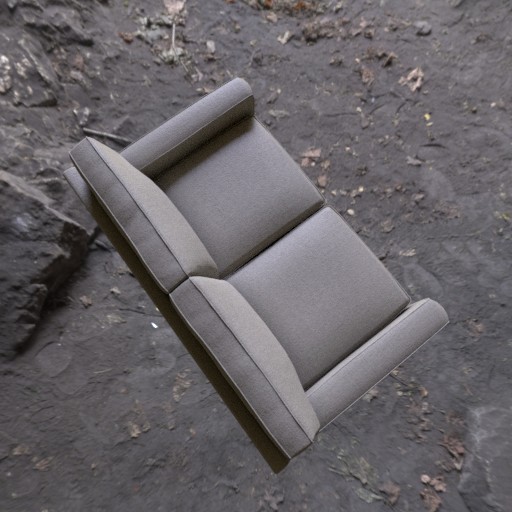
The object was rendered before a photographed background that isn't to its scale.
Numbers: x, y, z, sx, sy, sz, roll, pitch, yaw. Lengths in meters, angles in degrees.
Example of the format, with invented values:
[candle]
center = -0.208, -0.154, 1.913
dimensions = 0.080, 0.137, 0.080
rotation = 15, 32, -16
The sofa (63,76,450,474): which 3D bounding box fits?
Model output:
[sofa]
center = 0.000, 0.000, 2.027
dimensions = 0.940, 0.853, 1.484
rotation = -37, 79, -9
